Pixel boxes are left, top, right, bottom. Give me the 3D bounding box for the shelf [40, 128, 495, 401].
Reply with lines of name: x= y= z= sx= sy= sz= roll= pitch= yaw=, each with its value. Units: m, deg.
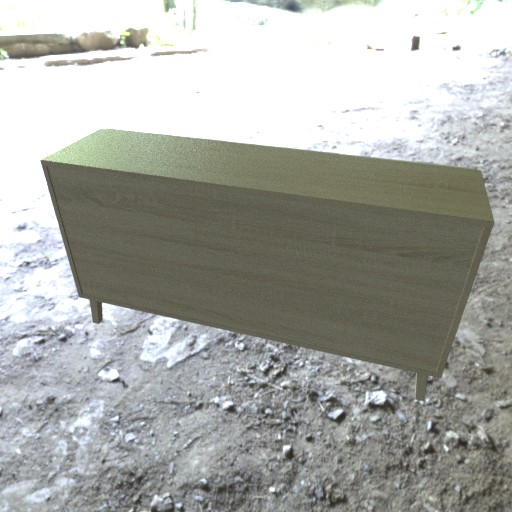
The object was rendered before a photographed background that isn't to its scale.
shelf: x=0.000 y=0.000 z=1.768 sx=1.490 sy=0.780 sz=0.400 roll=10 pitch=35 yaw=14
